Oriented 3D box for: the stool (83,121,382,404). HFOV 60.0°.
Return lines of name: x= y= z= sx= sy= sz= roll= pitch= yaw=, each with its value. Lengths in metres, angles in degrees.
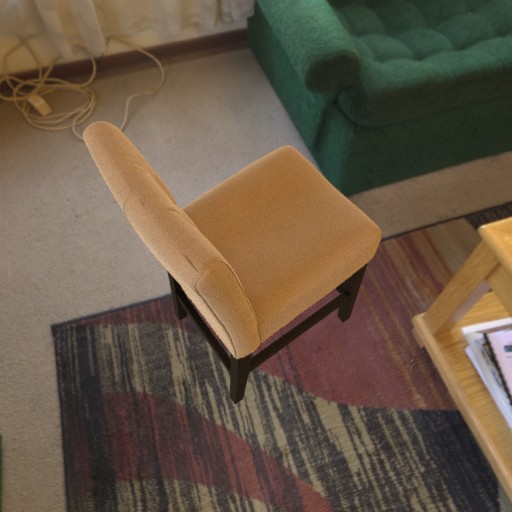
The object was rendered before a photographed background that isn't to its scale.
stool: x=0.000 y=0.000 z=1.208 sx=0.571 sy=0.885 sz=0.427 roll=-31 pitch=63 yaw=-18
